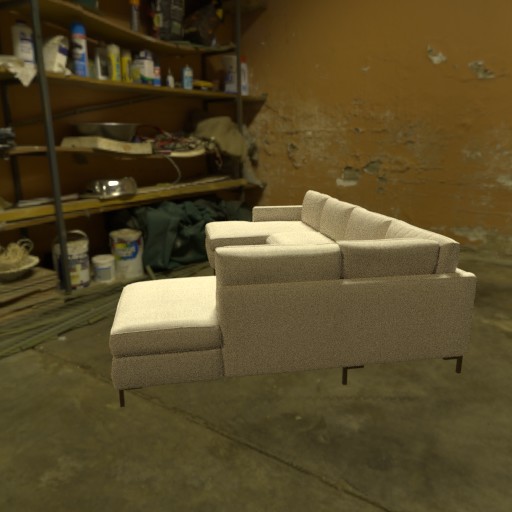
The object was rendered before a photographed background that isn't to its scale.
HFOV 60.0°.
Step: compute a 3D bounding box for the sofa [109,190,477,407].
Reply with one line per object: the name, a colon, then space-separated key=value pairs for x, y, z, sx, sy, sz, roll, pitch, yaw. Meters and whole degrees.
sofa: x=0.000 y=0.000 z=3.462 sx=1.879 sy=0.756 sz=2.737 roll=-3 pitch=15 yaw=-10
